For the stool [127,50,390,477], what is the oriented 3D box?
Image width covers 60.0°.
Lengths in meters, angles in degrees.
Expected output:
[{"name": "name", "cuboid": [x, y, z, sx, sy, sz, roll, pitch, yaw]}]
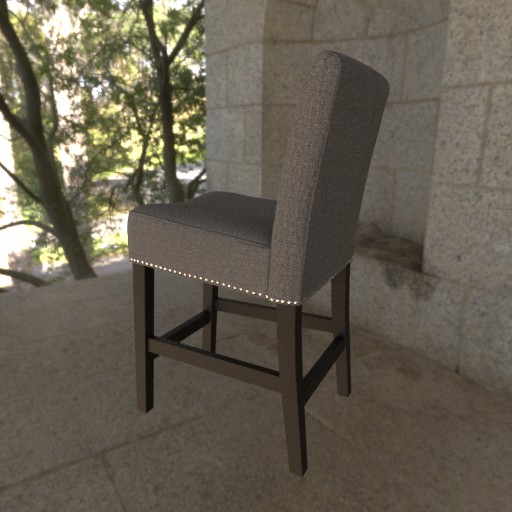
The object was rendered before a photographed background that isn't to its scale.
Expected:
[{"name": "stool", "cuboid": [0.000, 0.000, 1.146, 0.571, 0.885, 0.427, 8, 17, 26]}]
